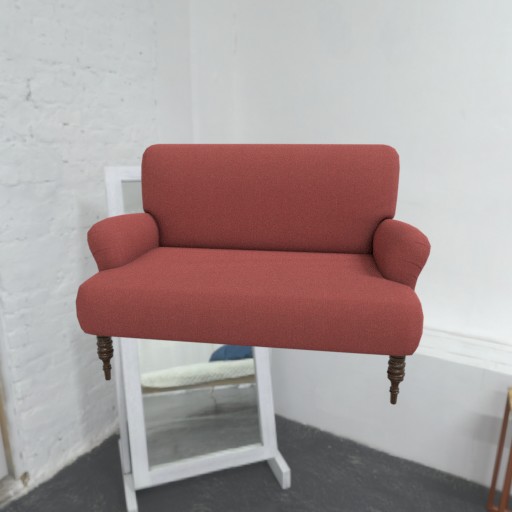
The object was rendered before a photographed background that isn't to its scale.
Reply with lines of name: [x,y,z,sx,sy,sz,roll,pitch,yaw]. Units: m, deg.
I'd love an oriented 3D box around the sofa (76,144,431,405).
sofa: [0.000,0.000,1.831,1.297,0.889,0.779,2,15,8]
